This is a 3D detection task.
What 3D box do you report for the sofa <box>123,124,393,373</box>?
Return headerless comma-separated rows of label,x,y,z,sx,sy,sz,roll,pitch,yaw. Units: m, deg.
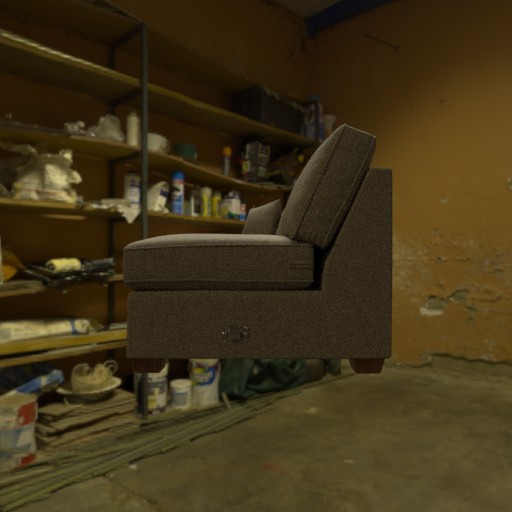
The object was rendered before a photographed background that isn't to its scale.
sofa,0.000,0.000,2.607,1.034,0.946,1.963,0,-2,0
